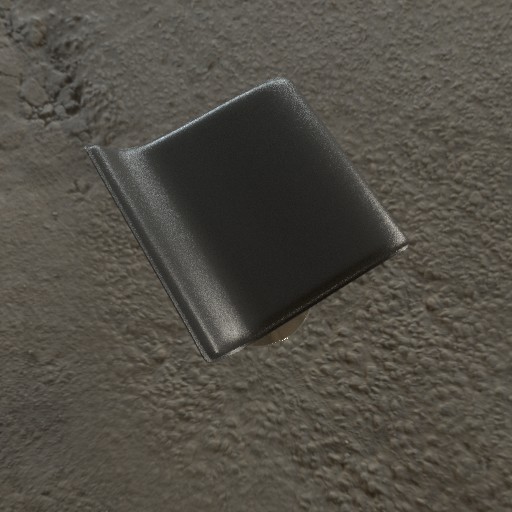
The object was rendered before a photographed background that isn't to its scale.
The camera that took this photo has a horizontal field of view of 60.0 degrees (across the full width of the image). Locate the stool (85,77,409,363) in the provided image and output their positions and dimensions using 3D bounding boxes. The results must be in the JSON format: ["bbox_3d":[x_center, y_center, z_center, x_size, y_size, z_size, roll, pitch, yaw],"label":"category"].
[{"bbox_3d":[0.000,0.000,1.052,0.381,0.851,0.381,-31,77,-8],"label":"stool"}]
